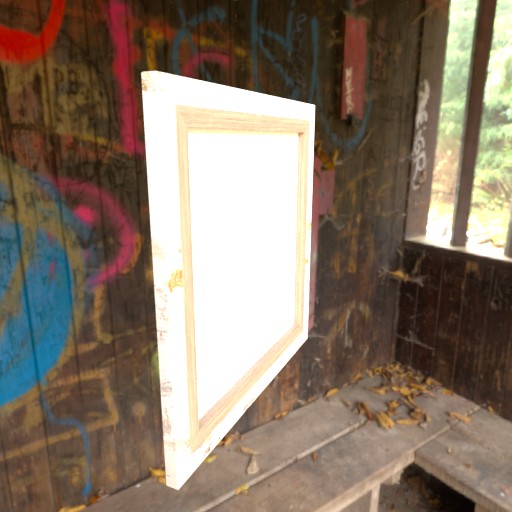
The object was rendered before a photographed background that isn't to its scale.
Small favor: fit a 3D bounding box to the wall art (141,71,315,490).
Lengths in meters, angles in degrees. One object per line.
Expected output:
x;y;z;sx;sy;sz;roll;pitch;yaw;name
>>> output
0.000;0.000;1.475;0.040;1.018;1.015;7;16;25;wall art
